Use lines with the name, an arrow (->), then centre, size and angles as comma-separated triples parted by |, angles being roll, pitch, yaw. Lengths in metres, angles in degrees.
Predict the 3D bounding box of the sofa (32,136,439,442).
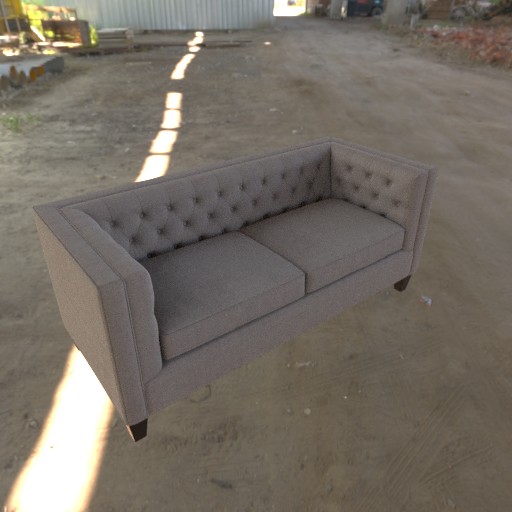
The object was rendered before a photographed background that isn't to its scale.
sofa -> 0.000, 0.000, 2.236 | 1.778, 0.762, 0.775 | -21, 36, -32
